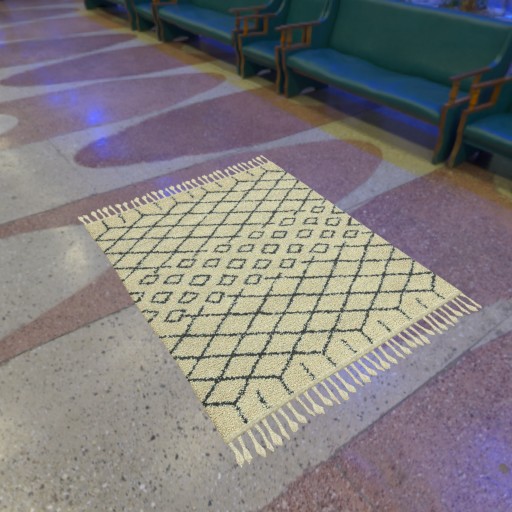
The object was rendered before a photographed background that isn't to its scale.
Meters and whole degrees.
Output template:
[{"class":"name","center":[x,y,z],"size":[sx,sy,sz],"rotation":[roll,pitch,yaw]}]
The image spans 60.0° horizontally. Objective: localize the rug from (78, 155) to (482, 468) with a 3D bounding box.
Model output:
[{"class":"rug","center":[0.000,0.000,4.183],"size":[2.388,0.030,3.213],"rotation":[-24,46,-25]}]
